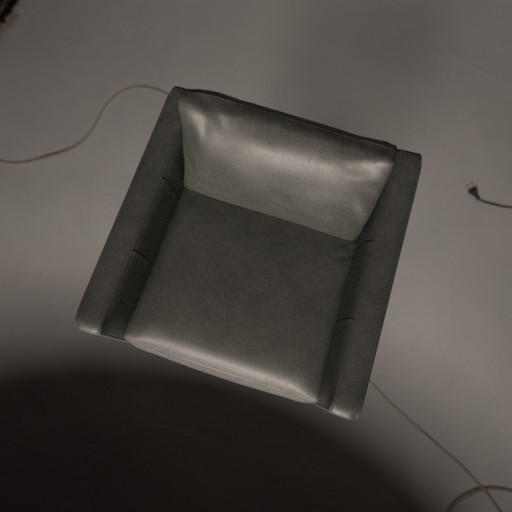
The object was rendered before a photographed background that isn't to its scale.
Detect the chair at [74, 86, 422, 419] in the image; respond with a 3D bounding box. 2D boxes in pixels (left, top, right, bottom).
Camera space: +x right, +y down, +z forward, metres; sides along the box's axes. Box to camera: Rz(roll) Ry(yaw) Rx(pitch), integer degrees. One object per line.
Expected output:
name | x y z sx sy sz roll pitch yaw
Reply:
chair | 0.000 0.000 1.522 0.967 0.824 0.861 17 76 4
